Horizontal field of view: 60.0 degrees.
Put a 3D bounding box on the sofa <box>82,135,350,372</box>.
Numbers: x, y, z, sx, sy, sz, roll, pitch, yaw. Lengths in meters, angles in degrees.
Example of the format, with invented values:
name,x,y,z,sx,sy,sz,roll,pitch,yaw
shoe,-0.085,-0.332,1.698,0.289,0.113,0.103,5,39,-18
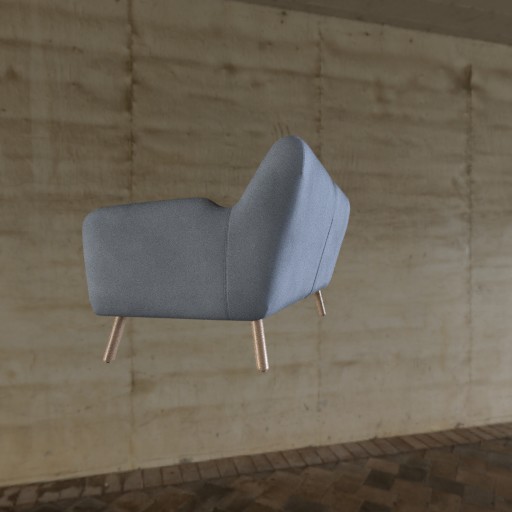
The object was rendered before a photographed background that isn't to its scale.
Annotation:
name,x,y,z,sx,sy,sz,roll,pitch,yaw
sofa,0.000,0.000,2.346,0.850,0.810,1.870,0,0,17
